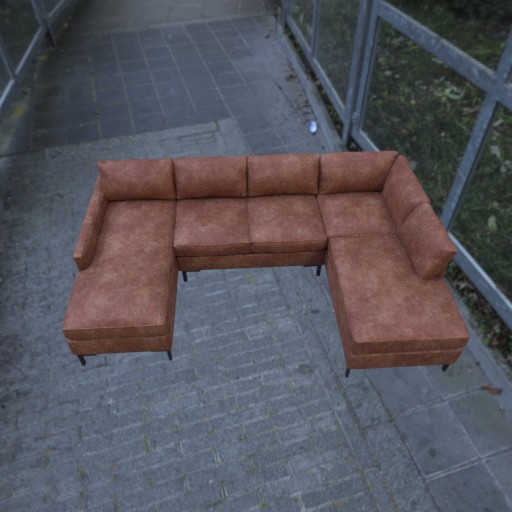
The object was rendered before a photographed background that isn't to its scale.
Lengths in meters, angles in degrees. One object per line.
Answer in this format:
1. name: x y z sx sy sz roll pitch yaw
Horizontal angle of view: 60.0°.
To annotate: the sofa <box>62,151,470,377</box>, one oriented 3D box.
1. sofa: 0.000 0.000 3.780 2.956 0.900 1.939 -2 46 -2
